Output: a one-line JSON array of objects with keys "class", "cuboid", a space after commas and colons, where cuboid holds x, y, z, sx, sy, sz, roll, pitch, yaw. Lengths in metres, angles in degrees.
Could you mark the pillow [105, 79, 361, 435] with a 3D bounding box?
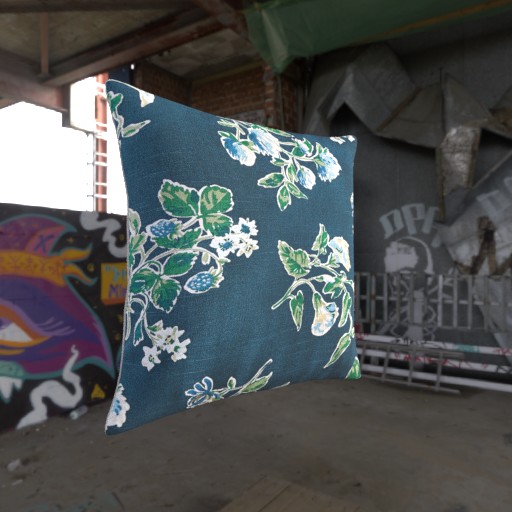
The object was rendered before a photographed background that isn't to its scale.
[{"class": "pillow", "cuboid": [0.000, 0.000, 0.779, 0.525, 0.508, 0.166, 0, -1, -35]}]
